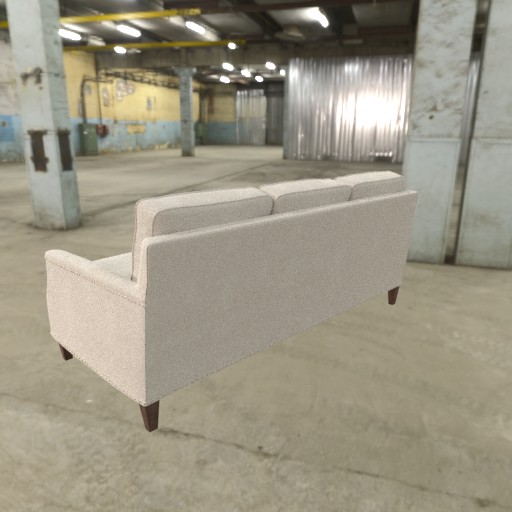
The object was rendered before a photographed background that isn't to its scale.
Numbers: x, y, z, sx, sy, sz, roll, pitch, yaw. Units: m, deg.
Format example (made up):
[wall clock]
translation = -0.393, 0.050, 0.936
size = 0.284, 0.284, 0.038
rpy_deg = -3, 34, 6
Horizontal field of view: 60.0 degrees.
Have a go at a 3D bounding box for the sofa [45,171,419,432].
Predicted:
[sofa]
translation = 0.000, 0.000, 2.807
size = 2.246, 1.003, 1.084
rpy_deg = -15, 21, -43
